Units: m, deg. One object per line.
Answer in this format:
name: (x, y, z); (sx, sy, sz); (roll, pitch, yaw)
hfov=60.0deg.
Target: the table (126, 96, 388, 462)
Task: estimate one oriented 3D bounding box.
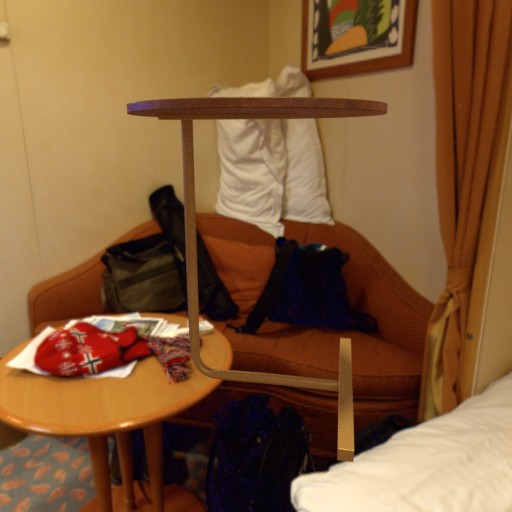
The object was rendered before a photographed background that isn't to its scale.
table: (0.000, 0.000, 1.103); (0.577, 0.706, 0.530); (3, 15, 11)
